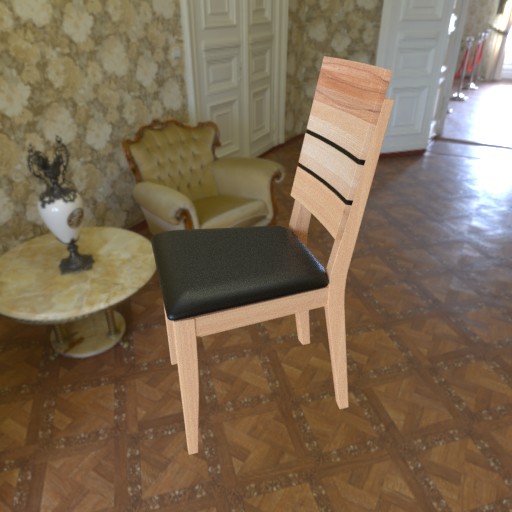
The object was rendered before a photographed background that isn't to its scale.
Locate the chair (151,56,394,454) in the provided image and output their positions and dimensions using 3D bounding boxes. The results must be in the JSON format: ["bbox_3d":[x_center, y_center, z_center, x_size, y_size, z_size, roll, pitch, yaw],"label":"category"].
[{"bbox_3d":[0.000,0.000,1.182,0.520,0.940,0.410,-8,30,-15],"label":"chair"}]
